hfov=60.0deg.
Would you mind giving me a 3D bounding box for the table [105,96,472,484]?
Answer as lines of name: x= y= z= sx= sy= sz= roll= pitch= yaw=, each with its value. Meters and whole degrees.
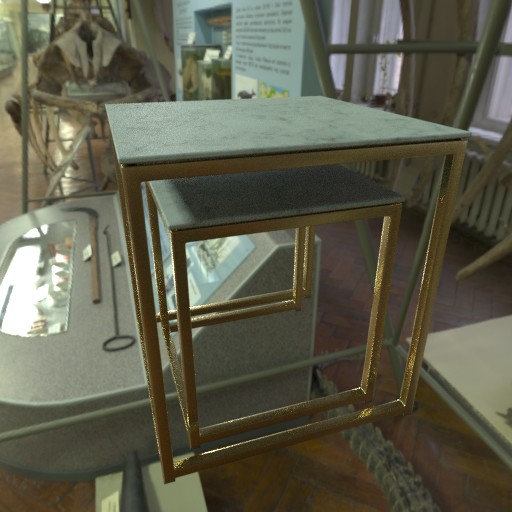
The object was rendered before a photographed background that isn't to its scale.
table: x=0.000 y=0.000 z=0.820 sx=0.450 sy=0.500 sz=0.450 roll=-8 pitch=27 yaw=-17
